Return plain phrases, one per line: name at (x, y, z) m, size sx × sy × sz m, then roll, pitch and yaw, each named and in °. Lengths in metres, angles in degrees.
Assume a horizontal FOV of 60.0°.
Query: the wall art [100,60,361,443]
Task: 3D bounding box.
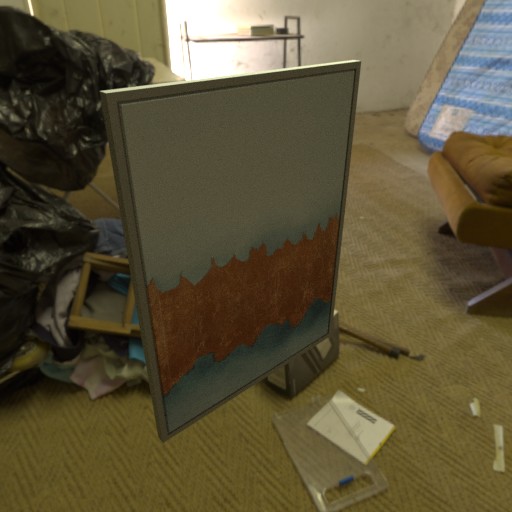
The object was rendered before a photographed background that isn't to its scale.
wall art at (0.000, 0.000, 1.353) m, size 0.789 × 1.042 × 0.034 m, roll -23°, pitch 37°, yaw -34°
